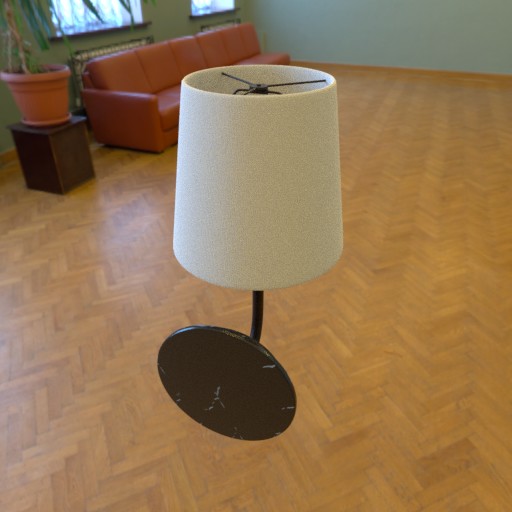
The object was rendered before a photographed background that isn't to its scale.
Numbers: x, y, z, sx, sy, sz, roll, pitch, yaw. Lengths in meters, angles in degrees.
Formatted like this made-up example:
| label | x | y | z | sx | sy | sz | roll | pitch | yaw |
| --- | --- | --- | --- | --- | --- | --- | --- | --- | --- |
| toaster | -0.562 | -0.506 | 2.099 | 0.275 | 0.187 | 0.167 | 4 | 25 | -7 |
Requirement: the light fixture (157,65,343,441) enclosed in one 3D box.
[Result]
| label | x | y | z | sx | sy | sz | roll | pitch | yaw |
| --- | --- | --- | --- | --- | --- | --- | --- | --- | --- |
| light fixture | 0.000 | 0.000 | 0.448 | 0.168 | 0.337 | 0.188 | 11 | 34 | 17 |
